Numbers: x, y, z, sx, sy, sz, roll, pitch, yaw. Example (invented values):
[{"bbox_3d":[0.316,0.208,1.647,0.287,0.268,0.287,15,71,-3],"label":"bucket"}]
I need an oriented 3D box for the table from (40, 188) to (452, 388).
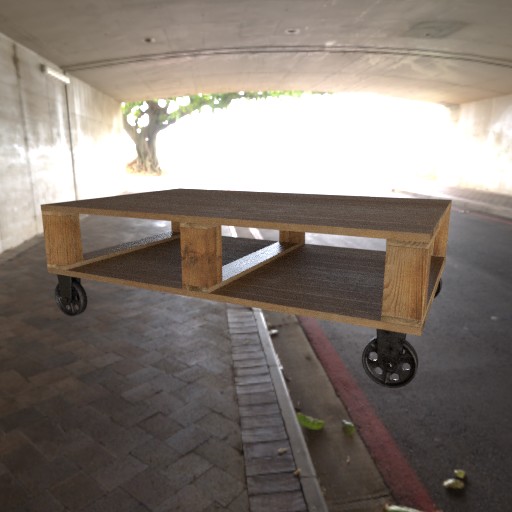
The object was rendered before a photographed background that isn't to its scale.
[{"bbox_3d":[0.000,0.000,1.700,1.299,0.413,0.827,6,15,26],"label":"table"}]
